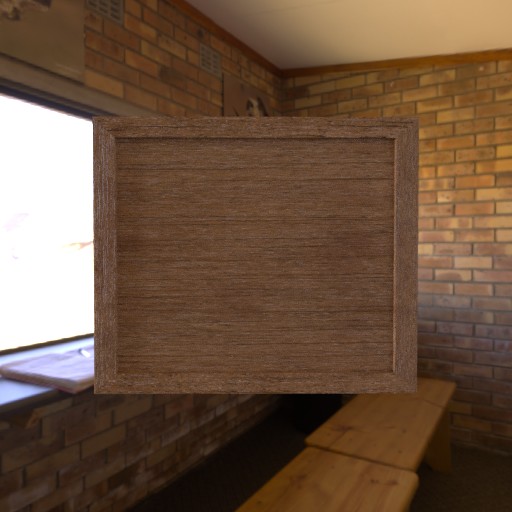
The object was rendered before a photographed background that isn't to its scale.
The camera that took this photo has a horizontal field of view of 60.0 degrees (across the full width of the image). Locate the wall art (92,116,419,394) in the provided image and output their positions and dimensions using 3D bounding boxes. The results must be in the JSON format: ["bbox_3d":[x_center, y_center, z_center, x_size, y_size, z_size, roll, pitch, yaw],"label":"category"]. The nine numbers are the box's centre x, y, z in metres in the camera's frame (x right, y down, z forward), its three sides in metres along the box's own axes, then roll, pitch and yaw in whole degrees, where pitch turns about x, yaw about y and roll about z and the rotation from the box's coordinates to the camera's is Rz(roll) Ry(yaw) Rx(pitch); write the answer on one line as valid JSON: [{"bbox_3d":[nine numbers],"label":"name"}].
[{"bbox_3d":[0.000,0.000,0.954,0.690,0.588,0.026,0,1,0],"label":"wall art"}]
